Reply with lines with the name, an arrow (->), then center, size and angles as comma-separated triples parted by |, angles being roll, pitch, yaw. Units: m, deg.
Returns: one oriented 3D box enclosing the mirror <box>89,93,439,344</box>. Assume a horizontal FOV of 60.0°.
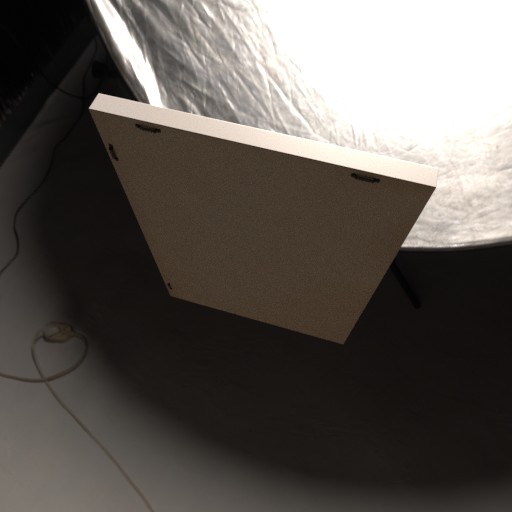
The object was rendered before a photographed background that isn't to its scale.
mirror -> 0.000, 0.000, 0.941 | 0.507, 0.710, 0.039 | 15, 63, 8
